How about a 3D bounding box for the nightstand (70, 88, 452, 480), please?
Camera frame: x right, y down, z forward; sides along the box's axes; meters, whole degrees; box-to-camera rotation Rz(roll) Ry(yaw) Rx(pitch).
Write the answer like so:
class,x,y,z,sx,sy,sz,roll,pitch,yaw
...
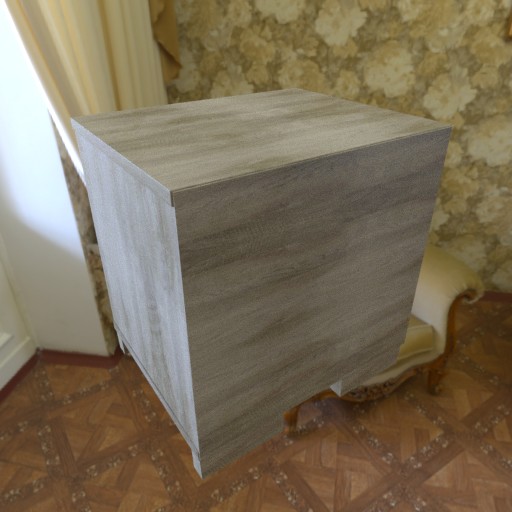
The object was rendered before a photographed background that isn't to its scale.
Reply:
class,x,y,z,sx,sy,sz,roll,pitch,yaw
nightstand,0.000,0.000,0.747,0.427,0.448,0.347,-19,35,-29
